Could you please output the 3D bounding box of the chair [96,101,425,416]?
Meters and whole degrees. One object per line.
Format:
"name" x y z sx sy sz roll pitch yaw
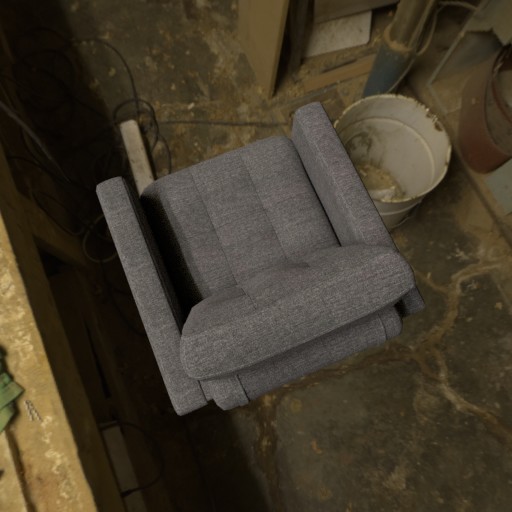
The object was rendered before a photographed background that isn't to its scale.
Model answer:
"chair" 0.000 0.000 1.519 0.821 0.880 0.843 -22 77 -6
